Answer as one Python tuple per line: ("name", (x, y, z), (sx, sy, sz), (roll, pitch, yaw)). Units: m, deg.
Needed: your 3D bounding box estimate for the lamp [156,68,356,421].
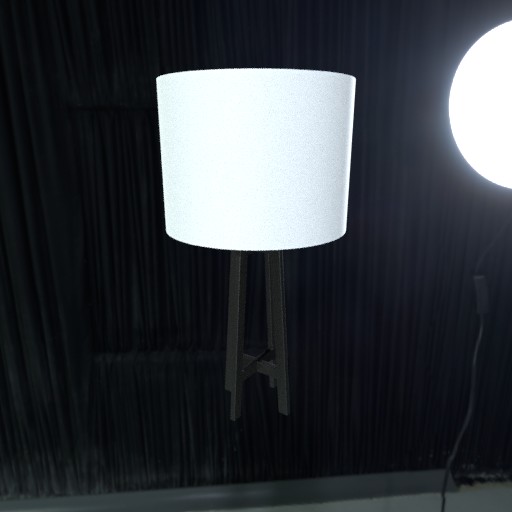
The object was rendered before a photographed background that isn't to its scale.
("lamp", (0.000, 0.000, 0.653), (0.257, 0.489, 0.257), (-3, 16, -9))
